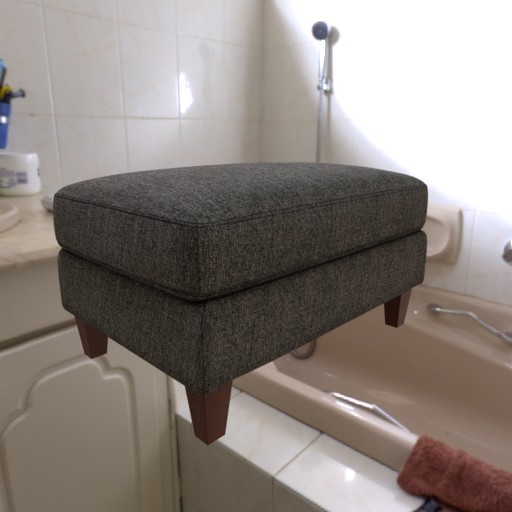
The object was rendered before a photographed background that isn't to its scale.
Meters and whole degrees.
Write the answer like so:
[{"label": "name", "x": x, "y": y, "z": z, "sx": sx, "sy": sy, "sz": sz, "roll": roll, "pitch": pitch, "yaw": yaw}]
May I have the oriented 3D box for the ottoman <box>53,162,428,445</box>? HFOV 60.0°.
[{"label": "ottoman", "x": 0.000, "y": 0.000, "z": 1.195, "sx": 0.584, "sy": 0.483, "sz": 0.864, "roll": 15, "pitch": 21, "yaw": 43}]
